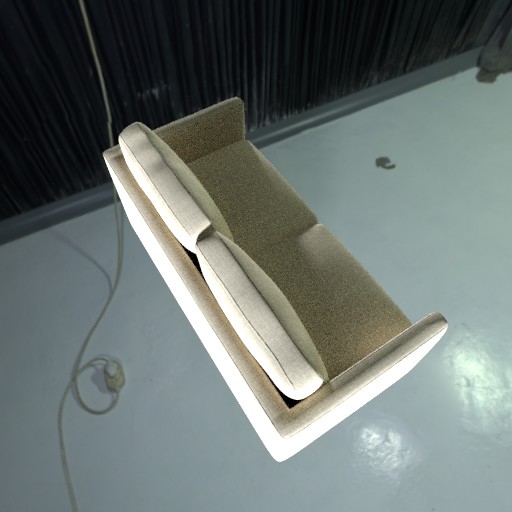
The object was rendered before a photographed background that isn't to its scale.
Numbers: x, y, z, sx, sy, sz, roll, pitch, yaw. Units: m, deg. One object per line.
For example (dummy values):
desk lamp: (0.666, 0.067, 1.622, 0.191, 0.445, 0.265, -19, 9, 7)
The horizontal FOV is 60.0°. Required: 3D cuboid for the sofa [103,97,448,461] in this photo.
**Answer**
sofa: (0.000, 0.000, 2.504, 0.950, 0.963, 1.884, -29, 63, -16)
